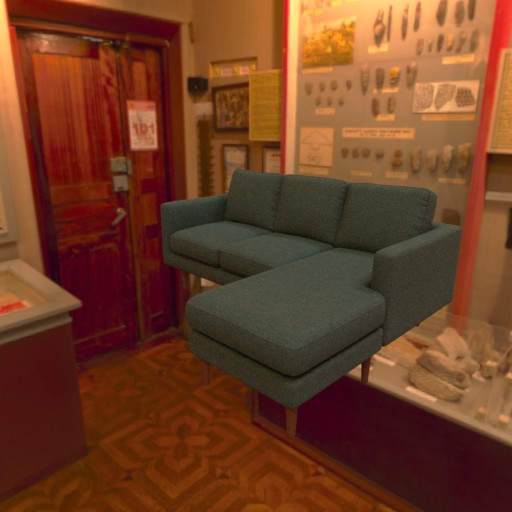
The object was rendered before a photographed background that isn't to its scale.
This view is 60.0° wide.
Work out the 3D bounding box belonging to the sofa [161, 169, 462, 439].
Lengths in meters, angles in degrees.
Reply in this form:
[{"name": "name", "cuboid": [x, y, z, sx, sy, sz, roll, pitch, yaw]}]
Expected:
[{"name": "sofa", "cuboid": [0.000, 0.000, 2.987, 2.055, 0.957, 1.667, 16, 23, 42]}]
